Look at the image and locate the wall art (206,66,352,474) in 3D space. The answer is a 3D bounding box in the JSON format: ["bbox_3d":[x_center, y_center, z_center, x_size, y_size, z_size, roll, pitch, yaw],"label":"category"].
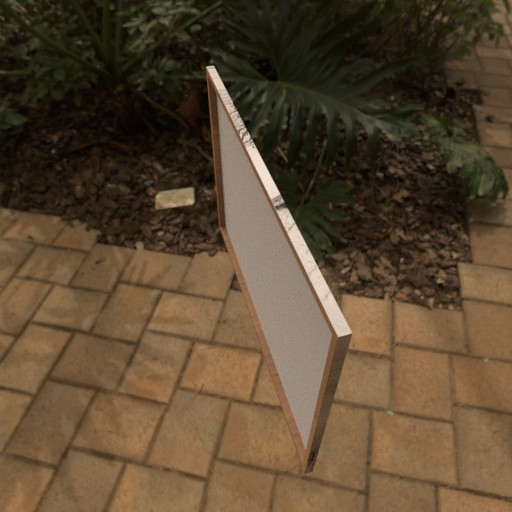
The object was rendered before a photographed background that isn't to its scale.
[{"bbox_3d":[0.000,0.000,1.155,0.023,0.607,0.914,-12,48,-11],"label":"wall art"}]
